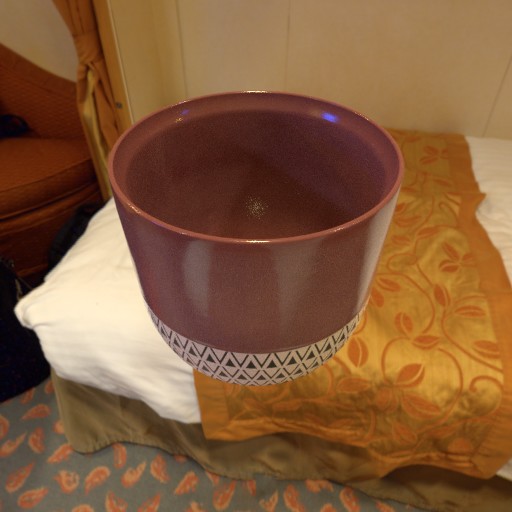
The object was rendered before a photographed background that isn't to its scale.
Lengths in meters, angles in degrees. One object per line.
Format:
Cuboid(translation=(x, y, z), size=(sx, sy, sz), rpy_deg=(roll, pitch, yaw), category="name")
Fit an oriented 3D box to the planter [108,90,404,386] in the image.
Cuboid(translation=(0.000, 0.000, 0.499), size=(0.266, 0.270, 0.266), rpy_deg=(0, 43, 0), category="planter")
